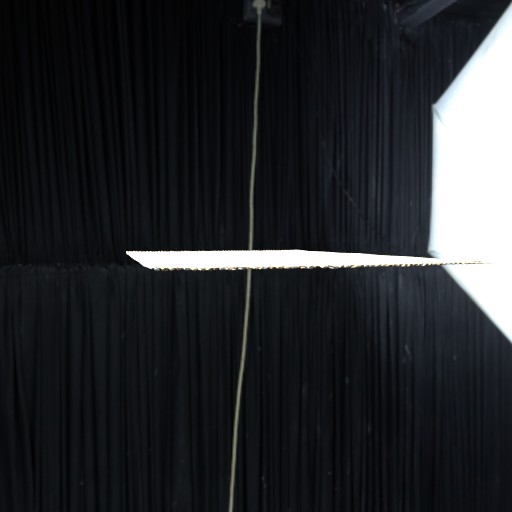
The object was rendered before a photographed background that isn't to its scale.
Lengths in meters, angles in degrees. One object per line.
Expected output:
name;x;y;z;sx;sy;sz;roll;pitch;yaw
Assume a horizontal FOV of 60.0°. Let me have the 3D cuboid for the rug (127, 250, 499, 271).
rug;0.000;0.000;2.265;1.218;0.017;1.861;-1;2;-18
